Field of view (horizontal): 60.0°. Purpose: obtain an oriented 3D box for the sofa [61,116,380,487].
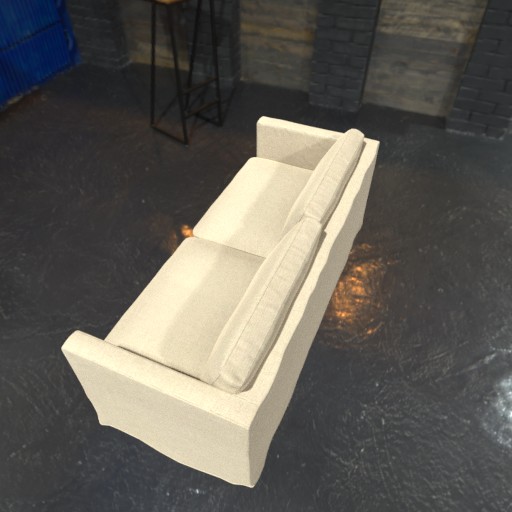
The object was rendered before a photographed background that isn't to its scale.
[{"bbox_3d":[0.000,0.000,2.760,0.962,0.853,2.312,17,48,16],"label":"sofa"}]
